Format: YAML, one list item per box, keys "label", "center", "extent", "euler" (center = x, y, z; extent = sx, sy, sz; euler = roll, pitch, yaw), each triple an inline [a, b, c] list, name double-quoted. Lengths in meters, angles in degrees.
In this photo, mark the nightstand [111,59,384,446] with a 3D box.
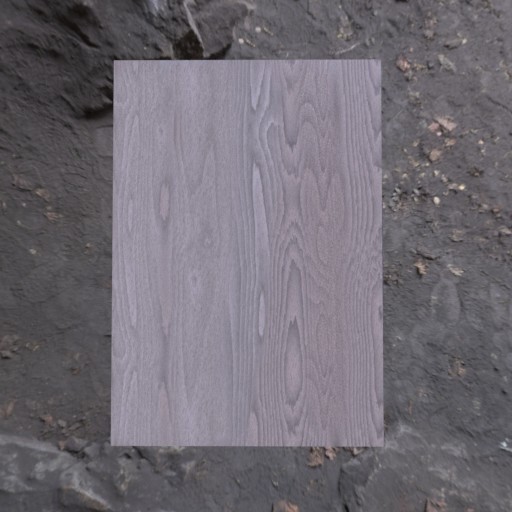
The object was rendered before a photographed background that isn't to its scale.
- label: "nightstand"
  center: [0.000, 0.000, 0.737]
  extent: [0.325, 0.461, 0.442]
  euler: [0, 89, 0]
